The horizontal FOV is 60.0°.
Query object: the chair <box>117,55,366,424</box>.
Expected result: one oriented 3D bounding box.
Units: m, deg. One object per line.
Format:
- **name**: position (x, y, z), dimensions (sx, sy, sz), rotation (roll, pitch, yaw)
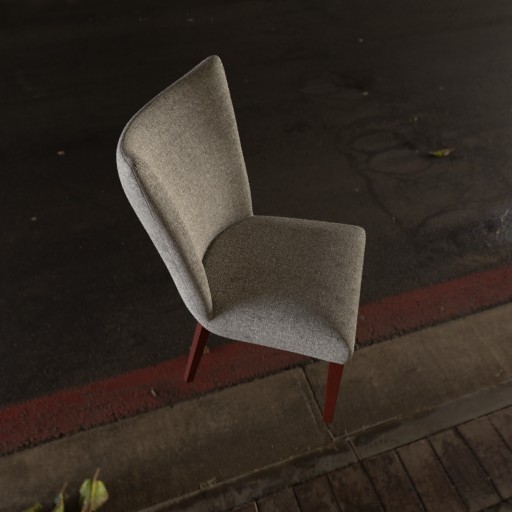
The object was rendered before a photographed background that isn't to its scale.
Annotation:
- **chair**: position (0.000, 0.000, 1.297), dimensions (0.623, 0.924, 0.535), rotation (10, 47, 10)
